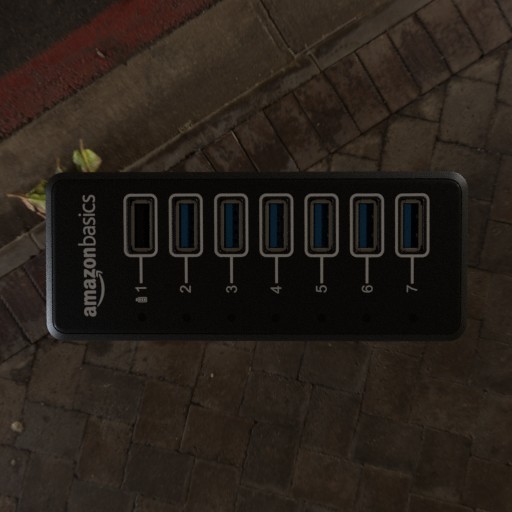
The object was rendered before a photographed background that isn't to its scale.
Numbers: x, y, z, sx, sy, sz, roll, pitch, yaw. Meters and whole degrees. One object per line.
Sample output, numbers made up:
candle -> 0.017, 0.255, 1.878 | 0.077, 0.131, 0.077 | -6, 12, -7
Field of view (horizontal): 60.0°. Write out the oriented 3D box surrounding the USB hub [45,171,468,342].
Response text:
USB hub -> 0.000, 0.000, 0.126 | 0.110, 0.023, 0.044 | 0, 91, 1
